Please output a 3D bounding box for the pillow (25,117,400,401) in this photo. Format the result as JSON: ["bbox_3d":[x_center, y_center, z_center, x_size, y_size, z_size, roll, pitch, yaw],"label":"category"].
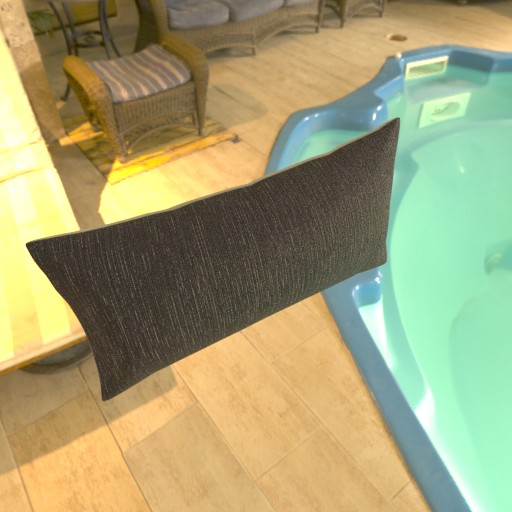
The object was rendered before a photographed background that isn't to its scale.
[{"bbox_3d":[0.000,0.000,0.728,0.608,0.305,0.156,-23,49,-21],"label":"pillow"}]
